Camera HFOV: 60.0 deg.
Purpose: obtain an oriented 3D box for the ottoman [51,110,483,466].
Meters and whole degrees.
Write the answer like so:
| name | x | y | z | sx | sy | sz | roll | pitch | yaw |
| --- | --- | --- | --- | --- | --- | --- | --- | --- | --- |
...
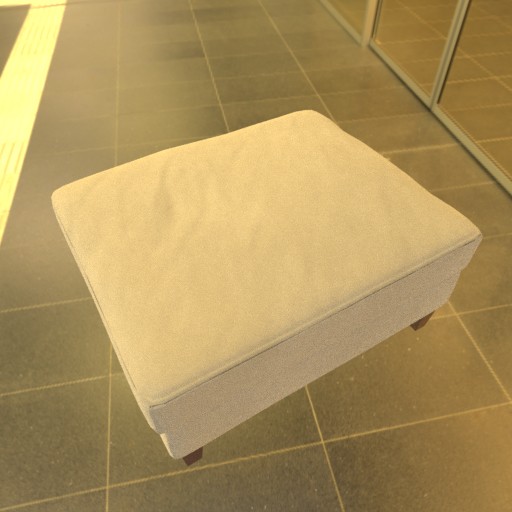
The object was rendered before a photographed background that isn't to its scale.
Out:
| name | x | y | z | sx | sy | sz | roll | pitch | yaw |
| --- | --- | --- | --- | --- | --- | --- | --- | --- | --- |
| ottoman | 0.000 | 0.000 | 1.415 | 1.002 | 0.492 | 0.836 | -24 | 51 | -21 |
